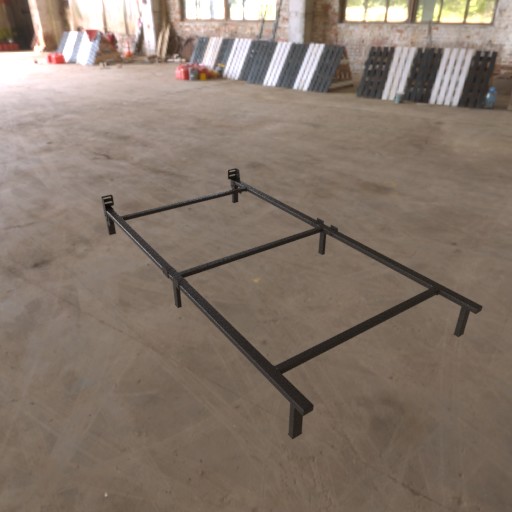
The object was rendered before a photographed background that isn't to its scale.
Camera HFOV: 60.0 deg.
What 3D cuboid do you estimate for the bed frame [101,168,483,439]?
[{"bbox_3d":[0.000,0.000,2.287,0.968,0.248,1.897,-19,34,-30],"label":"bed frame"}]
